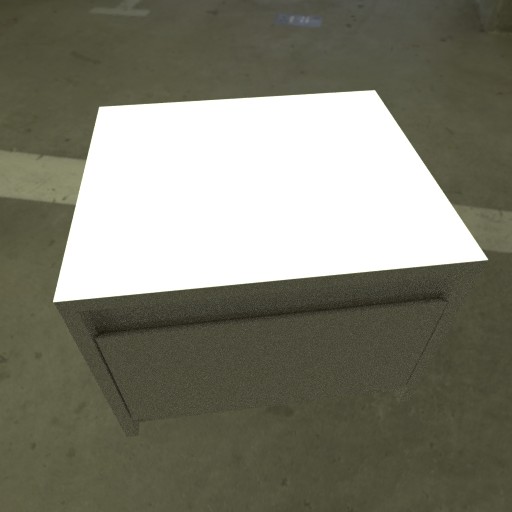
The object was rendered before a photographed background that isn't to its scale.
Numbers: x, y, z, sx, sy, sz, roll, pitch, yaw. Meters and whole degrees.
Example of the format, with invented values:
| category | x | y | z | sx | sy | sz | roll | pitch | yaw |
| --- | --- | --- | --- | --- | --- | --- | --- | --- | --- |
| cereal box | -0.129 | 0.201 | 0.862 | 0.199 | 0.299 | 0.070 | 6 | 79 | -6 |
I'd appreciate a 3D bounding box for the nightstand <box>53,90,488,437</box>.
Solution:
| category | x | y | z | sx | sy | sz | roll | pitch | yaw |
| --- | --- | --- | --- | --- | --- | --- | --- | --- | --- |
| nightstand | 0.000 | 0.000 | 0.740 | 0.470 | 0.351 | 0.408 | -5 | 47 | -5 |
